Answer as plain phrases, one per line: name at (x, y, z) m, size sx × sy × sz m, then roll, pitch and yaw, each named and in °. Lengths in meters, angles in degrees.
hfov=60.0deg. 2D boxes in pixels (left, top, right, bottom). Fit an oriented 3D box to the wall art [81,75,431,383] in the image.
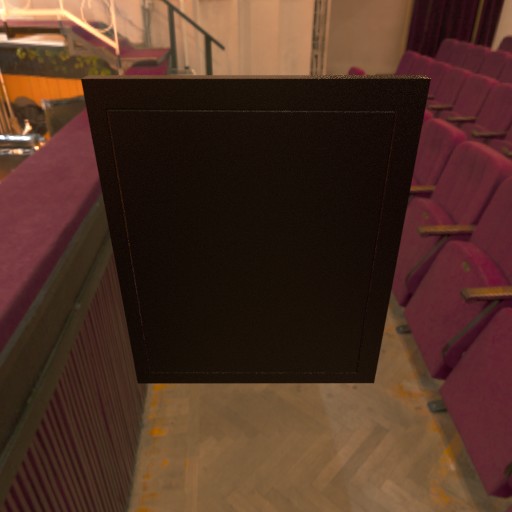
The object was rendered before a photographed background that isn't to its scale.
wall art at (0.000, 0.000, 0.737) m, size 0.461 × 0.558 × 0.031 m, roll 0°, pitch 30°, yaw 0°
